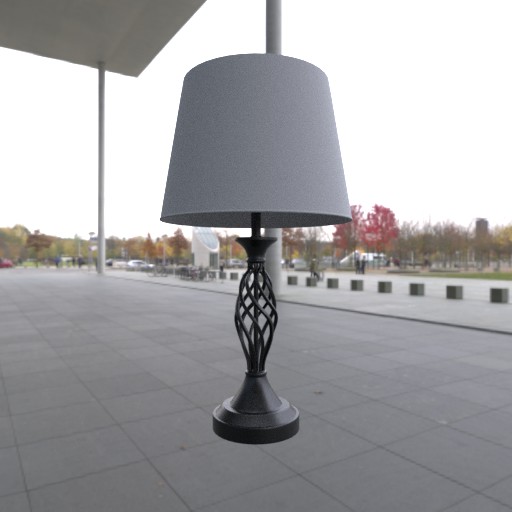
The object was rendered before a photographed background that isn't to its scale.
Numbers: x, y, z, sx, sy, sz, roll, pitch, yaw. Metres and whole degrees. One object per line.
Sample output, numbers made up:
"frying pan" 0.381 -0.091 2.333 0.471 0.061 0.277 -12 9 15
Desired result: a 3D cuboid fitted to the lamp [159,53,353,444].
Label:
"lamp" 0.000 0.000 0.774 0.331 0.594 0.331 0 0 0
